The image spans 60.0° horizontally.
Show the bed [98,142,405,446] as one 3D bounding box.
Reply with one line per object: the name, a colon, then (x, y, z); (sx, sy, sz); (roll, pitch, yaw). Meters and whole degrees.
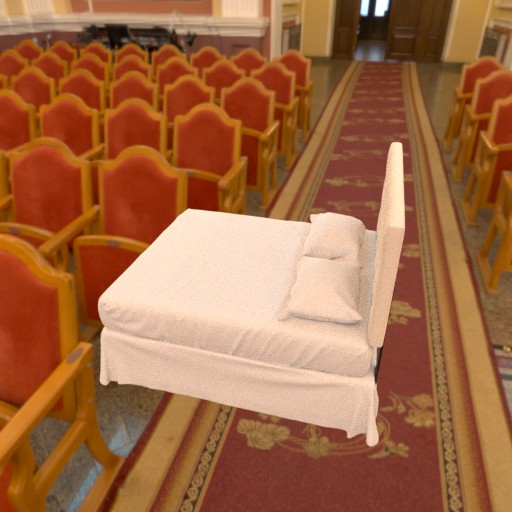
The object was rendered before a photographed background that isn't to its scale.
bed: (0.000, 0.000, 3.598); (2.222, 1.577, 1.936); (8, 31, 13)
